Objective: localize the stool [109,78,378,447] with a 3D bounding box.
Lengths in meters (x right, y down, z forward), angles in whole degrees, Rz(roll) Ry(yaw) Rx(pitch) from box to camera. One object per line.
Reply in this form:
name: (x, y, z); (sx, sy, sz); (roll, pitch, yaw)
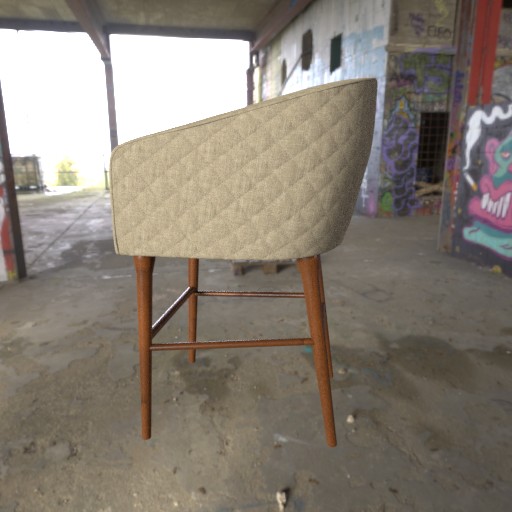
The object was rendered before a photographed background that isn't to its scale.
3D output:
stool: (0.000, 0.000, 1.304); (0.635, 0.952, 0.559); (2, 14, 8)
